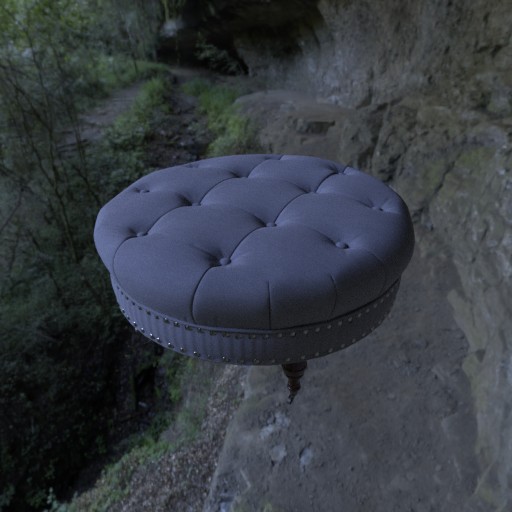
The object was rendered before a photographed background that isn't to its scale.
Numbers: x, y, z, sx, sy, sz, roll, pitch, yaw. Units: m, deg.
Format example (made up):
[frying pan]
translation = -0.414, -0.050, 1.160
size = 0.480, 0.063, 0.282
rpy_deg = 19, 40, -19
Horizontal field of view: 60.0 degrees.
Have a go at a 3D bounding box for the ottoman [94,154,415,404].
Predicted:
[ottoman]
translation = 0.000, 0.000, 1.356
size = 0.901, 0.439, 0.901
rpy_deg = 0, 30, 0
